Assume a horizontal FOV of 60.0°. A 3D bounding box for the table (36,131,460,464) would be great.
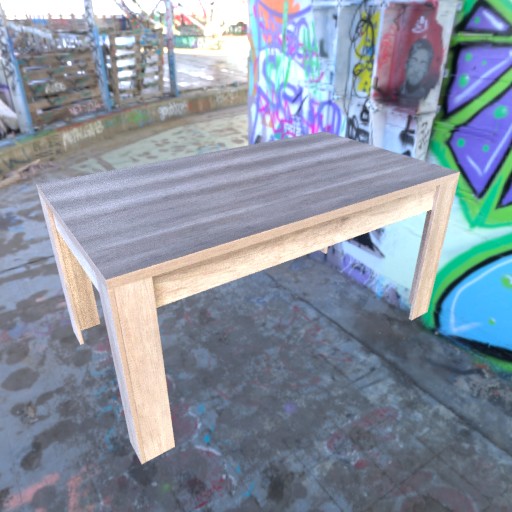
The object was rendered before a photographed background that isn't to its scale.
[{"bbox_3d":[0.000,0.000,2.104,1.600,0.775,0.900,-19,34,-30],"label":"table"}]
